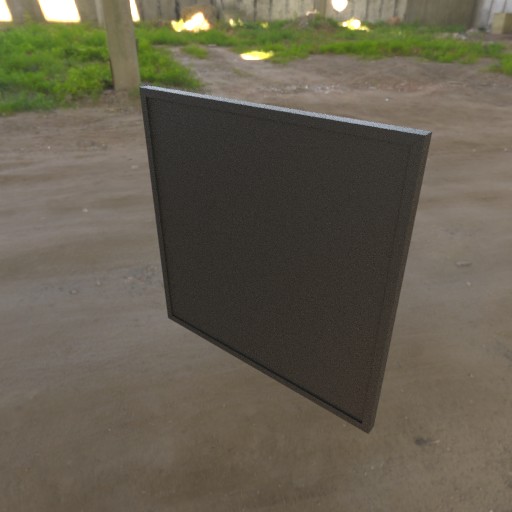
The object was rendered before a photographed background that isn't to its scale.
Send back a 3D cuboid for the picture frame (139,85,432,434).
[{"bbox_3d":[0.000,0.000,1.178,0.775,0.775,0.032,22,37,33],"label":"picture frame"}]
